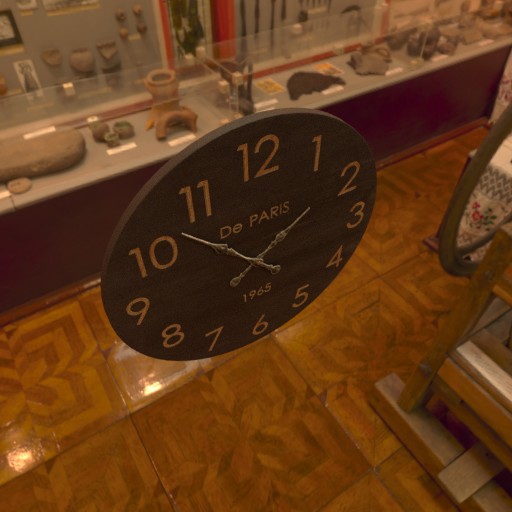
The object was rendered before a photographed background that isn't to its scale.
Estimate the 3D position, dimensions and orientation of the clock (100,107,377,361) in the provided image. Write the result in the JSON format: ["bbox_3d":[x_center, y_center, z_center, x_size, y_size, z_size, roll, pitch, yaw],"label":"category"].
[{"bbox_3d":[0.000,0.000,0.873,0.595,0.595,0.029,-23,51,-20],"label":"clock"}]
